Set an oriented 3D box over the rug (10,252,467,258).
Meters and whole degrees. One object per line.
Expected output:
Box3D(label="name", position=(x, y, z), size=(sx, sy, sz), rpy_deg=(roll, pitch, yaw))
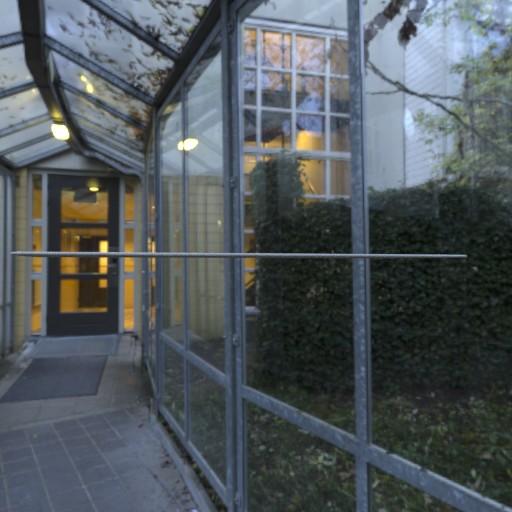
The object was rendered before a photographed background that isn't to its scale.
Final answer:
Box3D(label="rug", position=(0.000, 0.000, 2.427), size=(2.276, 0.014, 0.678), rpy_deg=(0, -1, -19))
